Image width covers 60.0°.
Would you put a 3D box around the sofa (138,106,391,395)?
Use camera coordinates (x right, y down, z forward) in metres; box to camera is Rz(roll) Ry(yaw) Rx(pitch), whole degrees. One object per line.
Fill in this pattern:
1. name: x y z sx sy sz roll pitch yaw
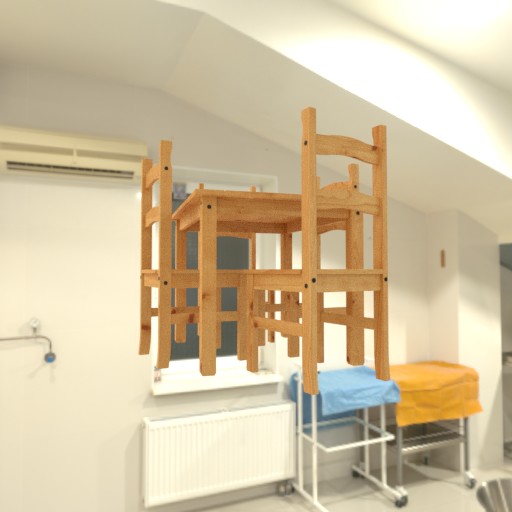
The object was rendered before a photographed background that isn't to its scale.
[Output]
1. sofa: 0.000 0.000 2.268 1.144 1.000 1.529 1 -2 -17
